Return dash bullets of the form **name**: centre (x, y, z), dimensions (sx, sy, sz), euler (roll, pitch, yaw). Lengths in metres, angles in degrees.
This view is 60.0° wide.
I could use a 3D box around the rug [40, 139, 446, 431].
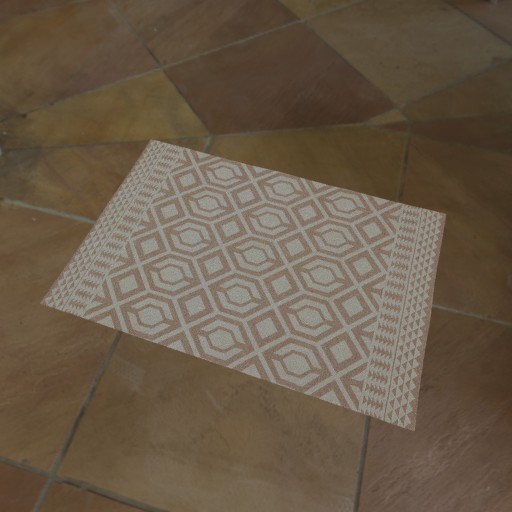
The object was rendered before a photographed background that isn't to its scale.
- **rug**: centre (0.000, 0.000, 2.334), dimensions (1.829, 0.008, 1.219), euler (16, 59, 10)
